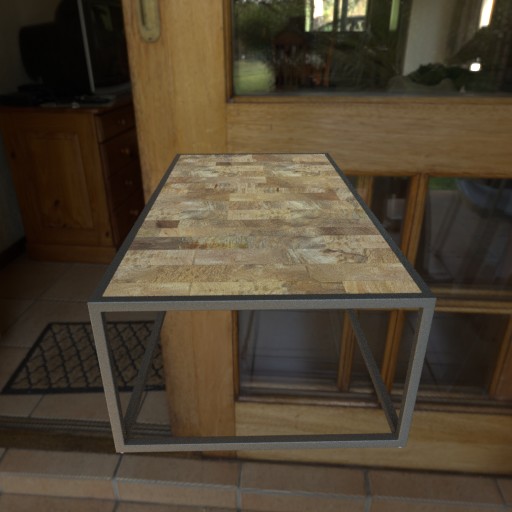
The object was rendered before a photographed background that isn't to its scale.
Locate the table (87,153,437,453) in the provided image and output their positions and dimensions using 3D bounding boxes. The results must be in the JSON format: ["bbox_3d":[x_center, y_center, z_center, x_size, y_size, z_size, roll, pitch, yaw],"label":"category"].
[{"bbox_3d":[0.000,0.000,1.446,0.649,0.398,1.199,-1,26,-1],"label":"table"}]
